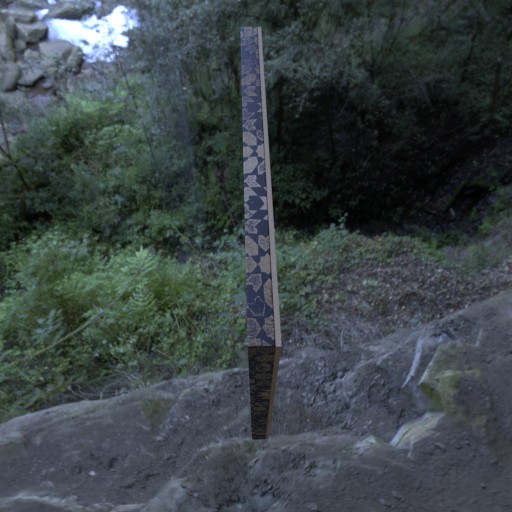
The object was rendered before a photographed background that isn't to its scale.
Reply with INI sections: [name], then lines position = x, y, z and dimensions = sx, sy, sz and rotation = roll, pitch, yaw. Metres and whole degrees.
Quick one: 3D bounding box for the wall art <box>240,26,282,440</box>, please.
[wall art]
position = 0.000, 0.000, 0.913
dimensions = 0.038, 0.612, 0.612
rotation = -2, 59, -1
